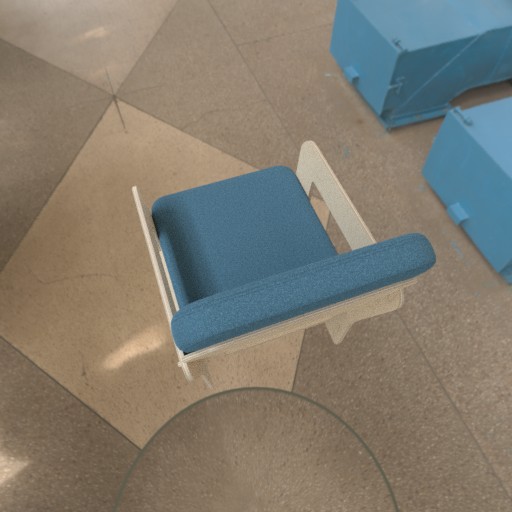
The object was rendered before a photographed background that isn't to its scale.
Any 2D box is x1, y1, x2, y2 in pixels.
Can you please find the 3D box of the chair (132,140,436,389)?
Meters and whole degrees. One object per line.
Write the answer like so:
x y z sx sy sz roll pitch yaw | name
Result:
0.000 0.000 1.193 0.547 0.747 0.657 -17 59 -10 | chair
